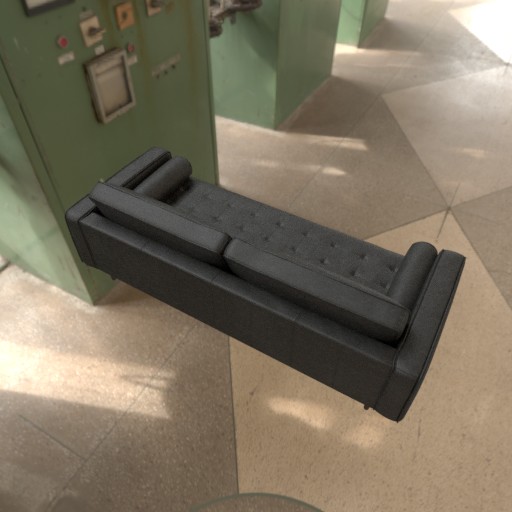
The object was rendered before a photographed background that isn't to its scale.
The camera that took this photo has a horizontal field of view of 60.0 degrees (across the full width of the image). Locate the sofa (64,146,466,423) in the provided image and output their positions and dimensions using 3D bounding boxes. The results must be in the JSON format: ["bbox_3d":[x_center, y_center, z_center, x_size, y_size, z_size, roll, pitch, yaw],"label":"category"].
[{"bbox_3d":[0.000,0.000,2.675,2.210,0.762,0.914,23,50,21],"label":"sofa"}]
